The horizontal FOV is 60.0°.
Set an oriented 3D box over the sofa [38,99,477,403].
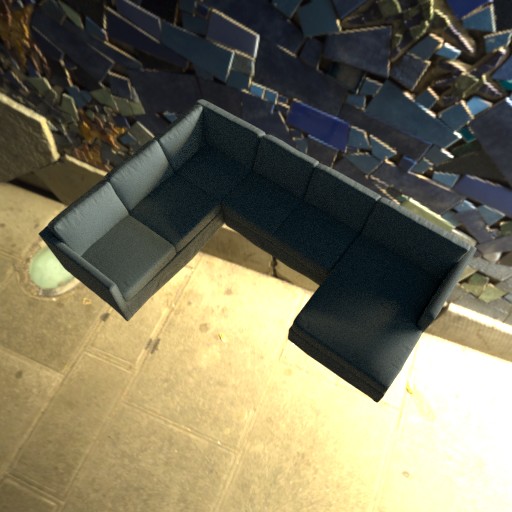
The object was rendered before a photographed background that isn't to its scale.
[{"bbox_3d":[0.000,0.000,4.426,3.460,0.882,2.427,33,64,18],"label":"sofa"}]
